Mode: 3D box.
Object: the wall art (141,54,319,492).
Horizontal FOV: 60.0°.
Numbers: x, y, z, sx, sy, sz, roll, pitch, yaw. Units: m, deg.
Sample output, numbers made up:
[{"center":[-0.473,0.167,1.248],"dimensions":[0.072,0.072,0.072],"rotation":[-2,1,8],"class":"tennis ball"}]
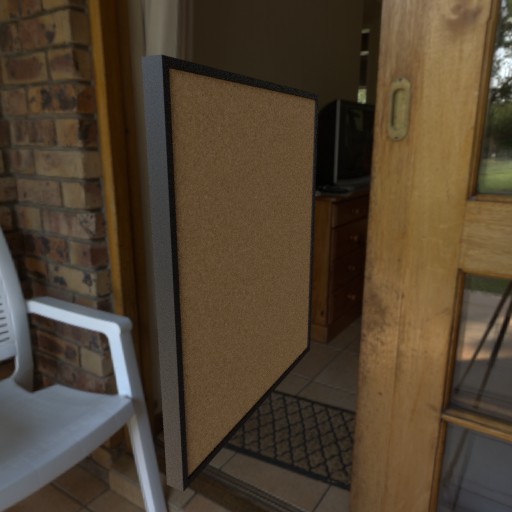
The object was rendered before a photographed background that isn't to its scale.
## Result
[{"center":[0.000,0.000,0.515],"dimensions":[0.019,0.381,0.330],"rotation":[8,16,27],"class":"wall art"}]
